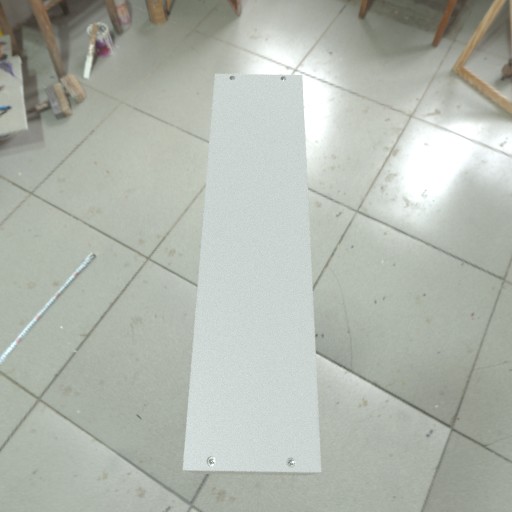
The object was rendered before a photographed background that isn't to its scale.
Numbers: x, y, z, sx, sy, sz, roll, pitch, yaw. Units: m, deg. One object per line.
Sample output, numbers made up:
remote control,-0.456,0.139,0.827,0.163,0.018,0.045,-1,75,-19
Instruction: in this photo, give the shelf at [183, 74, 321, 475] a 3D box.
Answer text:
shelf,0.000,0.000,0.692,0.150,0.170,0.610,1,63,0
